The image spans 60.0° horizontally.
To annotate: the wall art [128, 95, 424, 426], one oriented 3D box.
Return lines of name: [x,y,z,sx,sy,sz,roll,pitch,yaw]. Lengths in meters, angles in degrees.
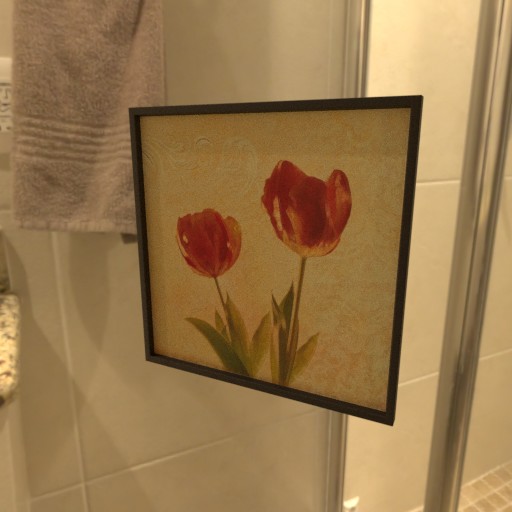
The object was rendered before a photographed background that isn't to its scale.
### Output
wall art: [0.000,0.000,1.230,0.805,0.807,0.043,7,16,25]
